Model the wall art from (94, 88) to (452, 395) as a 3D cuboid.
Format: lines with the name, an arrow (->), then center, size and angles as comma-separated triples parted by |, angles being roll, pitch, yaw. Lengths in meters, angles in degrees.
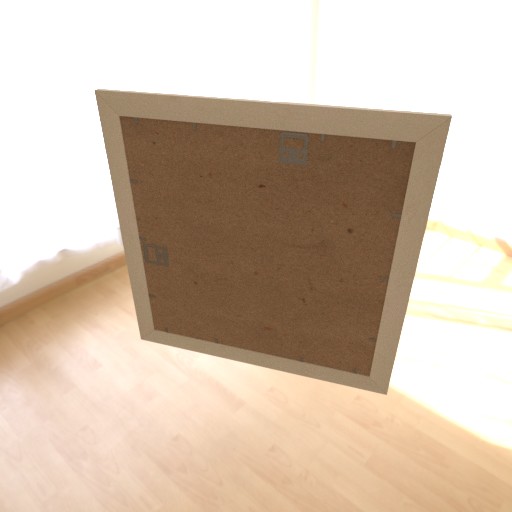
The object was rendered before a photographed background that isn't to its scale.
wall art -> 0.000, 0.000, 0.863 | 0.584, 0.584, 0.013 | 9, 34, 14
